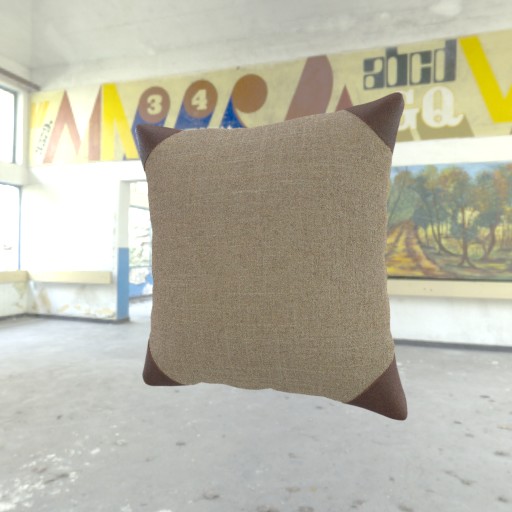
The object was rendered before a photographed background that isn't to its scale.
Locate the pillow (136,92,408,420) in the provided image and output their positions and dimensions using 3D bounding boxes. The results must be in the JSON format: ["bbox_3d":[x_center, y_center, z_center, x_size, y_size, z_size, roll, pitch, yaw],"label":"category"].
[{"bbox_3d":[0.000,0.000,0.674,0.437,0.448,0.147,0,0,19],"label":"pillow"}]
